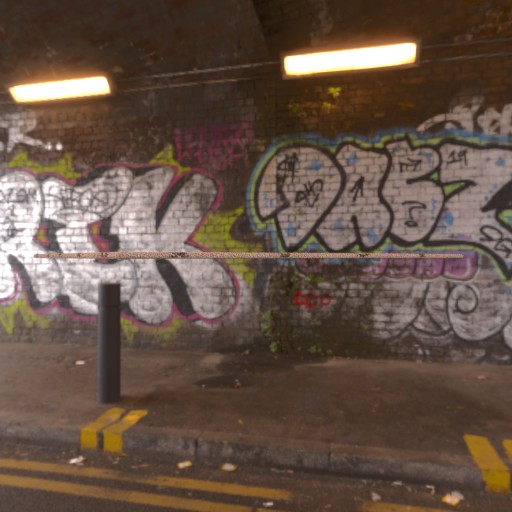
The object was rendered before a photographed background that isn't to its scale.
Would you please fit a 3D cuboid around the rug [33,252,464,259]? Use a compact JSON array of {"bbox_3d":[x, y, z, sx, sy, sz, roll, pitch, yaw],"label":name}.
[{"bbox_3d":[0.000,0.000,3.345,2.743,0.030,1.778,0,0,-37],"label":"rug"}]
